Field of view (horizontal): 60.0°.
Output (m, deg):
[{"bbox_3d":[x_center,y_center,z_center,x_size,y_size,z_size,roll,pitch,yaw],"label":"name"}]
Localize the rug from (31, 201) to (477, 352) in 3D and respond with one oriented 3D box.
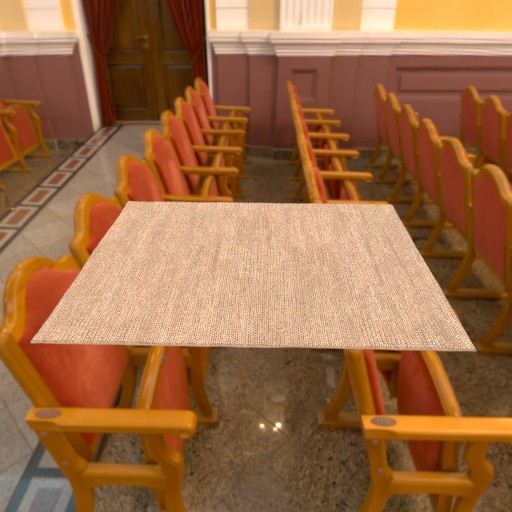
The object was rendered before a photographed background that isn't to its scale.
[{"bbox_3d":[0.000,0.000,4.058,3.052,0.030,2.429,1,30,1],"label":"rug"}]
